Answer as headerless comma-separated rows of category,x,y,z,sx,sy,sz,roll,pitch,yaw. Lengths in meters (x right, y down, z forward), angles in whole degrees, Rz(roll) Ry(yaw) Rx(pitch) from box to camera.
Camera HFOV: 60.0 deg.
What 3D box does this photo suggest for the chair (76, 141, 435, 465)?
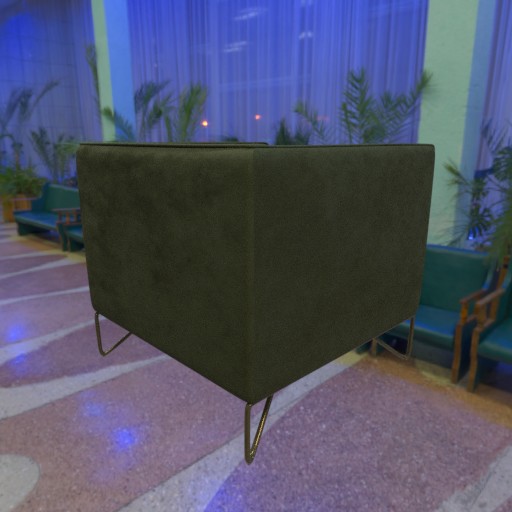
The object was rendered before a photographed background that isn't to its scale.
chair,0.000,0.000,1.583,0.894,0.790,0.880,-14,20,-42
